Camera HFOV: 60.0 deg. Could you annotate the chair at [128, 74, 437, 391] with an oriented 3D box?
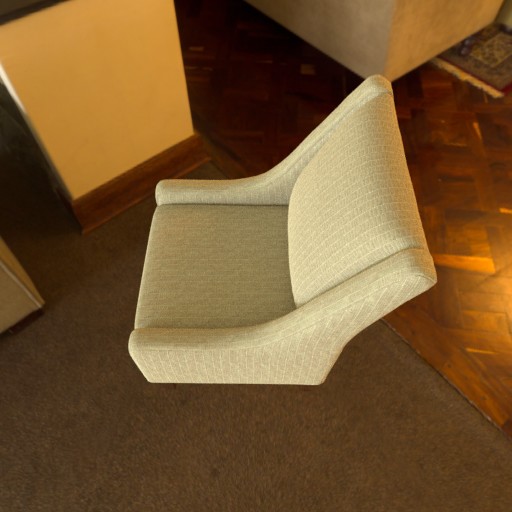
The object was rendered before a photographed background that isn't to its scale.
[{"bbox_3d":[0.000,0.000,1.635,0.870,1.014,0.774,1,57,0],"label":"chair"}]
